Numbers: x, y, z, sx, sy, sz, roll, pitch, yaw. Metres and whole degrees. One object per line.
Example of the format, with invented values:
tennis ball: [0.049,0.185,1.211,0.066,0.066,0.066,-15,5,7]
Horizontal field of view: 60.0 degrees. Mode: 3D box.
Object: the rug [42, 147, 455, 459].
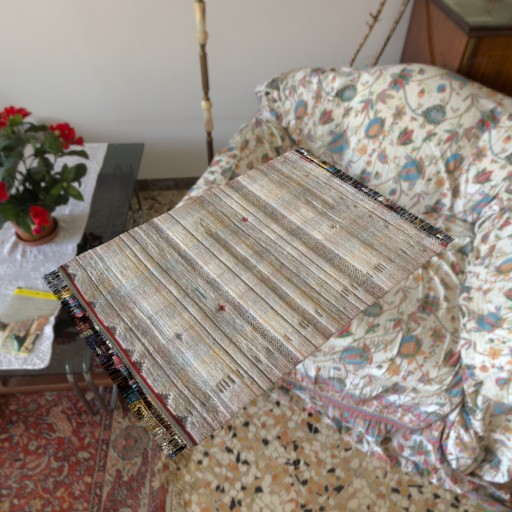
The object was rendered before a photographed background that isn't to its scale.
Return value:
rug: [0.000,0.000,2.319,1.848,0.012,1.217,-31,54,-27]
